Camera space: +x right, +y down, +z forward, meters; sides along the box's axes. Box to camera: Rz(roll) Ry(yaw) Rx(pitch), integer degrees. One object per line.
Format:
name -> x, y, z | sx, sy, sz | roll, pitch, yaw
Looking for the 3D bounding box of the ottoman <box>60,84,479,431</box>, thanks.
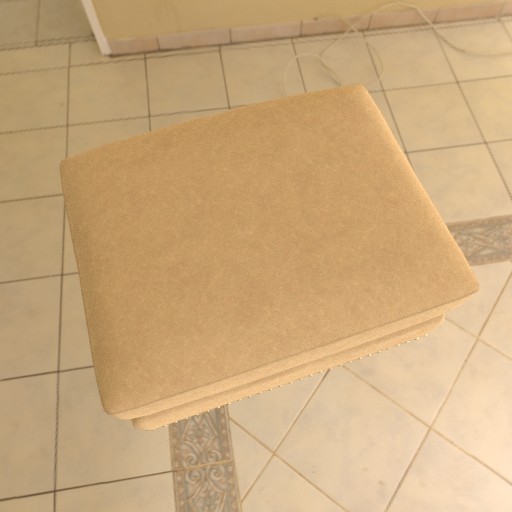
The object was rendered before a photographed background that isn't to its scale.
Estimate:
ottoman -> 0.000, 0.000, 1.072 | 0.741, 0.513, 0.584 | -17, 66, -8
